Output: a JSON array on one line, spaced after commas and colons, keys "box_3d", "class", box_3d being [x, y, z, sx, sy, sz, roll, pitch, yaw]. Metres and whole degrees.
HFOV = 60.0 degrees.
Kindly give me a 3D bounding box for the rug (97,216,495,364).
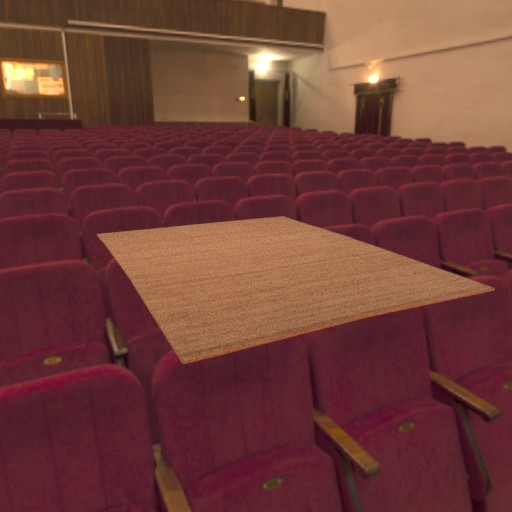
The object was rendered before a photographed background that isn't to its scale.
[{"box_3d": [0.000, 0.000, 4.905, 2.873, 0.053, 3.778, -8, 18, -25], "class": "rug"}]
